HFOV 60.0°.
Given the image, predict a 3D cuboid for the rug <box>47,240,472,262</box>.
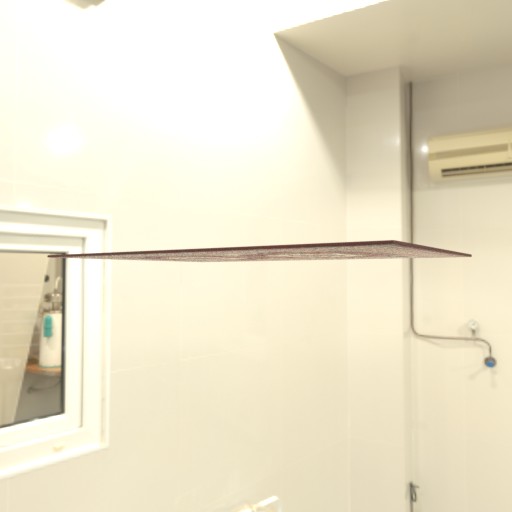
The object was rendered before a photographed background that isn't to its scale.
[{"bbox_3d":[0.000,0.000,5.732,4.578,0.033,3.033,-2,-3,35],"label":"rug"}]
